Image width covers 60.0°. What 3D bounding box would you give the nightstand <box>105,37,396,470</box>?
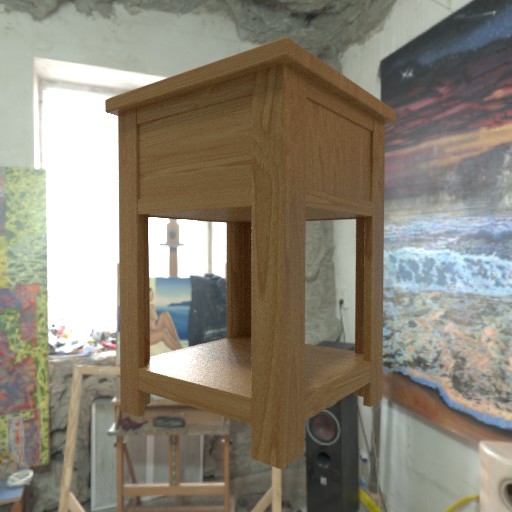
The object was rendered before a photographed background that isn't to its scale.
[{"bbox_3d":[0.000,0.000,0.908,0.428,0.614,0.418,1,1,37],"label":"nightstand"}]
